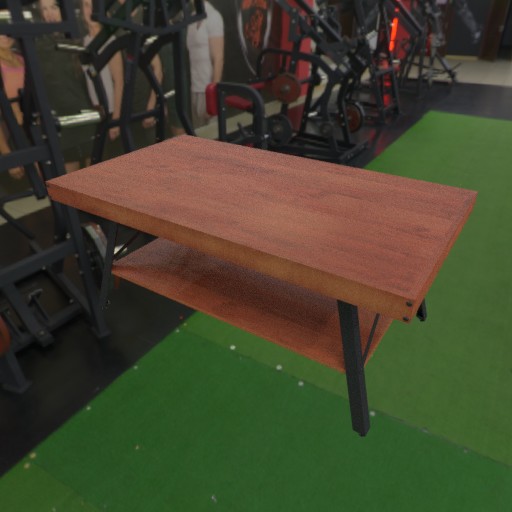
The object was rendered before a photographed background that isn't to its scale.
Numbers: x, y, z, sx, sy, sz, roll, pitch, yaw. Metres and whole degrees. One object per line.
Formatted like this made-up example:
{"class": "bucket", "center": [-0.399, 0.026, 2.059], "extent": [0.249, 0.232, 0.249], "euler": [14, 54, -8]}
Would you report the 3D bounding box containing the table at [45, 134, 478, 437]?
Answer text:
{"class": "table", "center": [0.000, 0.000, 1.371], "extent": [1.067, 0.457, 0.610], "euler": [18, 35, 28]}
